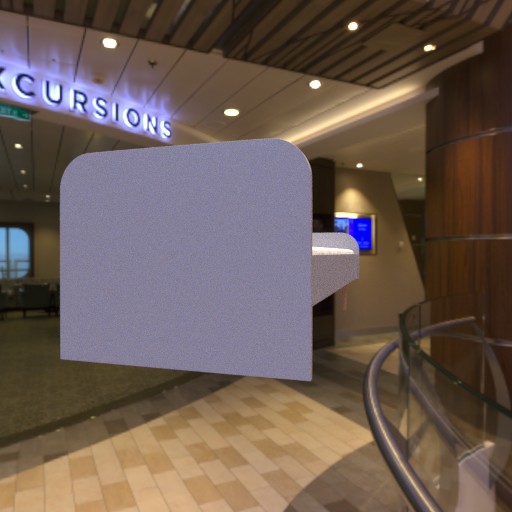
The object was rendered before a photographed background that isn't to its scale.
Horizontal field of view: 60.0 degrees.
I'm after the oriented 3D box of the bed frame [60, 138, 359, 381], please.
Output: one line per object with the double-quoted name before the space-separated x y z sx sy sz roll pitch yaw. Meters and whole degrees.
"bed frame" 0.000 0.000 2.531 0.998 0.805 1.963 0 0 18
